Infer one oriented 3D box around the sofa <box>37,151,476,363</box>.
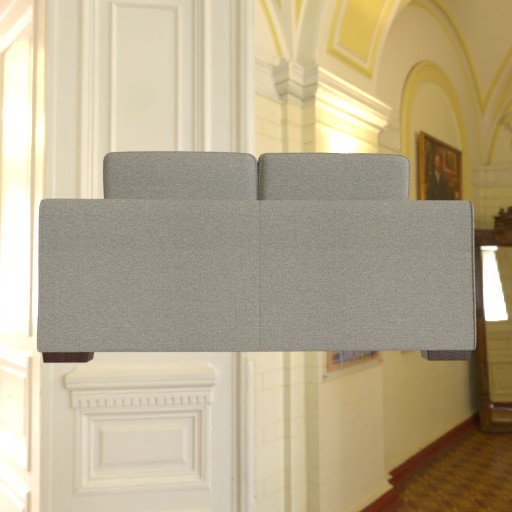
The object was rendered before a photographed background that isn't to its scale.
[{"bbox_3d":[0.000,0.000,2.337,1.812,0.924,1.007,0,-2,-2],"label":"sofa"}]
